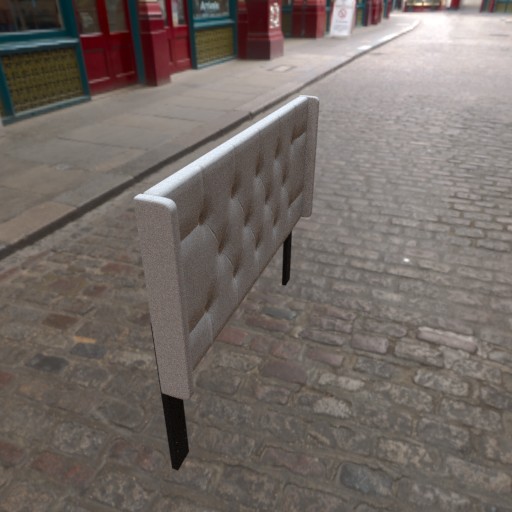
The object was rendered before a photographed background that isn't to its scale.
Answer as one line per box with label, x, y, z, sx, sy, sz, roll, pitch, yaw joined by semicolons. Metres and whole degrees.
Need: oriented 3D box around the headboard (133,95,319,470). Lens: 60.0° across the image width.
headboard;0.000;0.000;2.683;0.184;1.524;2.051;11;31;18
